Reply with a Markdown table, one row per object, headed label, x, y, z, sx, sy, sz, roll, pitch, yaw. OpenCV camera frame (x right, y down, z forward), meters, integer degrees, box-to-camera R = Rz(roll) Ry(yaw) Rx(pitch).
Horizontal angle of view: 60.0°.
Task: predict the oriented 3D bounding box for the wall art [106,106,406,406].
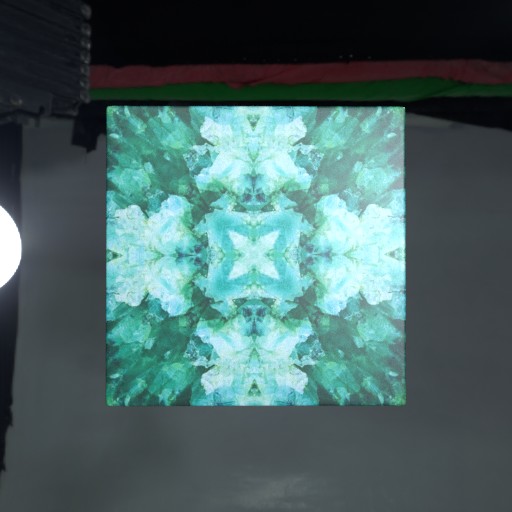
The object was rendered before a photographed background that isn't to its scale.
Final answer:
| label | x | y | z | sx | sy | sz | roll | pitch | yaw |
| --- | --- | --- | --- | --- | --- | --- | --- | --- | --- |
| wall art | 0.000 | 0.000 | 0.479 | 0.313 | 0.313 | 0.033 | 0 | 0 | 0 |
